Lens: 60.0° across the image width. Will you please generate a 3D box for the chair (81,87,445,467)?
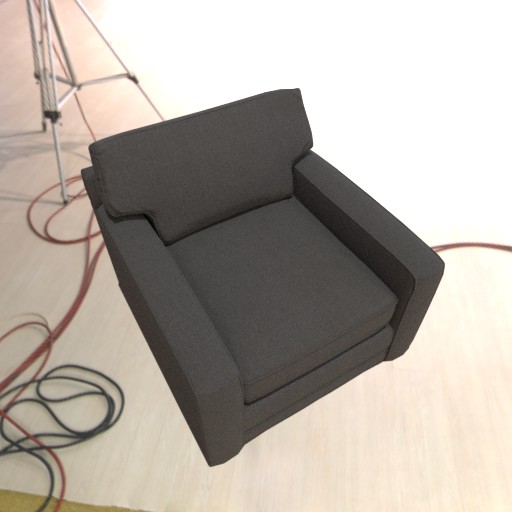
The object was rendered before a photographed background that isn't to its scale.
[{"bbox_3d":[0.000,0.000,1.800,0.997,0.913,1.043,-23,51,-21],"label":"chair"}]
